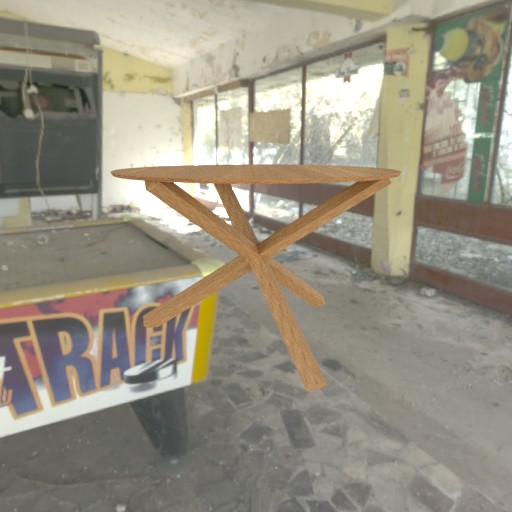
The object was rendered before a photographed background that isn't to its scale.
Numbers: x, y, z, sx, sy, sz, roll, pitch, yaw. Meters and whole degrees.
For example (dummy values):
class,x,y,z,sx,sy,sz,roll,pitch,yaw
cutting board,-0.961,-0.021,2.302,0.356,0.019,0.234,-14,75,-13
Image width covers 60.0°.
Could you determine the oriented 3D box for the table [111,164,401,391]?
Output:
class,x,y,z,sx,sy,sz,roll,pitch,yaw
table,0.000,0.000,1.737,1.038,0.666,1.038,0,14,0
